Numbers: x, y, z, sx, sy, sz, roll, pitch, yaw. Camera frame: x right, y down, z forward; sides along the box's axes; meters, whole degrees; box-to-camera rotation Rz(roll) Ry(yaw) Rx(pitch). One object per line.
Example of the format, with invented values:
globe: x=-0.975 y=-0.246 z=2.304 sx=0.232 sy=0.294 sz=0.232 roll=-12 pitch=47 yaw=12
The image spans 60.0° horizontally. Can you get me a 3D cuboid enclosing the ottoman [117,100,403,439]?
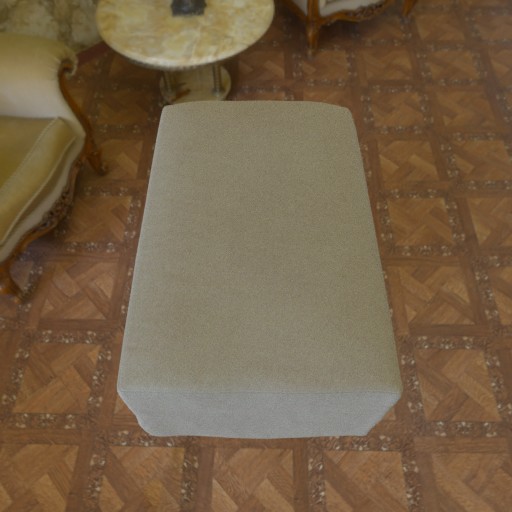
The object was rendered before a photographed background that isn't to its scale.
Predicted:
ottoman: x=0.000 y=0.000 z=1.215 sx=0.590 sy=0.444 sz=0.872 roll=0 pitch=57 yaw=0
